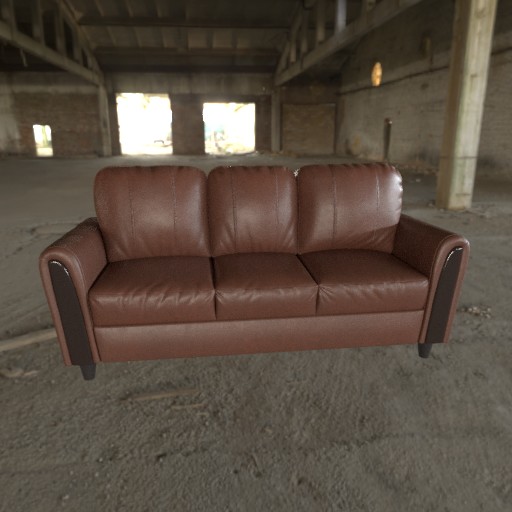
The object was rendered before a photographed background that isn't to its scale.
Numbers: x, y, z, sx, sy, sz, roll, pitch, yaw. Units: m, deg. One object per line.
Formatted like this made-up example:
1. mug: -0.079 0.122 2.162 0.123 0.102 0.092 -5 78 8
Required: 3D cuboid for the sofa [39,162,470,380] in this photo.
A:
1. sofa: 0.000 0.000 2.278 1.862 0.915 0.802 -2 16 -7
